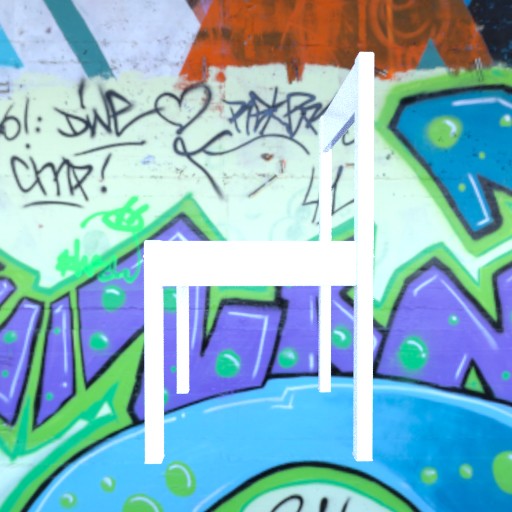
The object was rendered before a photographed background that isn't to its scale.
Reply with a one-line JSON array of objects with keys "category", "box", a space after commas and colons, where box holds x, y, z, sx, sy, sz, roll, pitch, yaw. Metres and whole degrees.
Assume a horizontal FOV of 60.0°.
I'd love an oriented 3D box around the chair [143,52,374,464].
[{"category": "chair", "box": [0.000, 0.000, 0.684, 0.285, 0.505, 0.285, 0, 1, -2]}]
